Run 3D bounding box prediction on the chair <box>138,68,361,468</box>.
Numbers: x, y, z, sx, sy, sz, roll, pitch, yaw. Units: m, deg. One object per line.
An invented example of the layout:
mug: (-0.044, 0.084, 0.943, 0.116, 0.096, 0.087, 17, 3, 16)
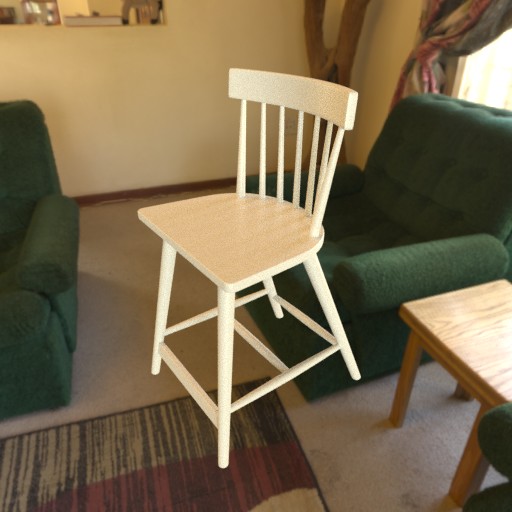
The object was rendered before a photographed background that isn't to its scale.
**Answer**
chair: (0.000, 0.000, 1.285, 0.572, 0.952, 0.483, -20, 36, -31)
